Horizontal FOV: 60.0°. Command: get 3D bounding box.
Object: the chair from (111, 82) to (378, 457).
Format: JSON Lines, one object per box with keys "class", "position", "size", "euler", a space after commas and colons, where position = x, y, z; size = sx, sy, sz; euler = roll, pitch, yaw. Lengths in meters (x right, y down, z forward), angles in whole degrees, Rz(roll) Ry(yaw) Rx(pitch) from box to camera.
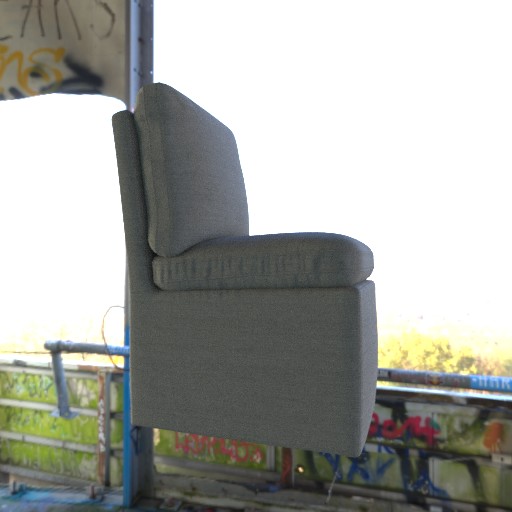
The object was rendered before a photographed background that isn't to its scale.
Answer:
{"class": "chair", "position": [0.000, 0.000, 1.326], "size": [0.698, 0.927, 0.503], "euler": [0, -1, 19]}
